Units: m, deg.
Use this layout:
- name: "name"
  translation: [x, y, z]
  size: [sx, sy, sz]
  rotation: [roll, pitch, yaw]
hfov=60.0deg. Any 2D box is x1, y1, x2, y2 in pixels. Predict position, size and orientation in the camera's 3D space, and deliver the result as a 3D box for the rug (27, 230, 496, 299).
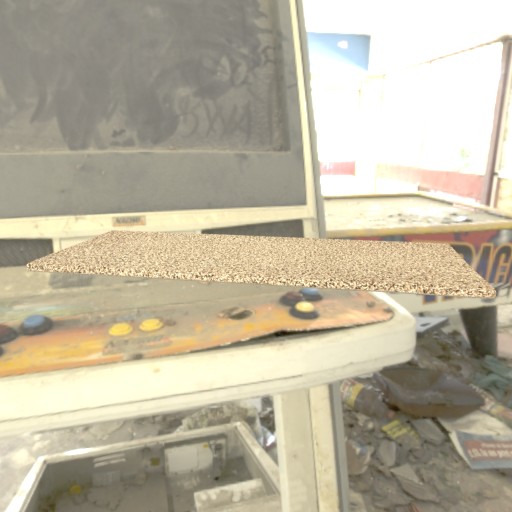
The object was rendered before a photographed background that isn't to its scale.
- name: "rug"
  translation: [0.000, 0.000, 1.696]
  size: [1.524, 0.030, 0.609]
  rotation: [3, 15, 10]
